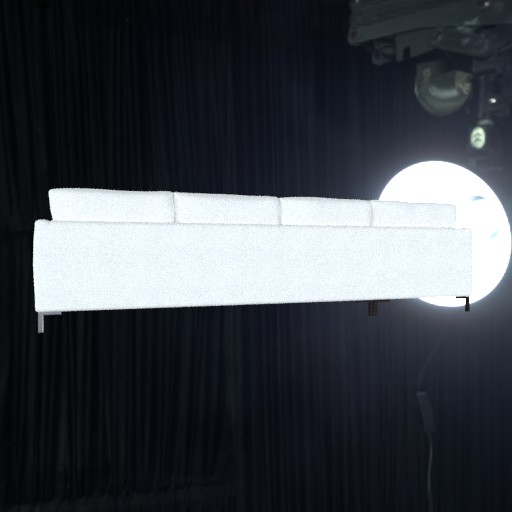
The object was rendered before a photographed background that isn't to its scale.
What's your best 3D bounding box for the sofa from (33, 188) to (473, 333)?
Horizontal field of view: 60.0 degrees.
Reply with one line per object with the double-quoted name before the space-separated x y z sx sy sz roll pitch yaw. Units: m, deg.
"sofa" 0.000 0.000 3.710 3.186 0.875 1.467 0 1 -17
